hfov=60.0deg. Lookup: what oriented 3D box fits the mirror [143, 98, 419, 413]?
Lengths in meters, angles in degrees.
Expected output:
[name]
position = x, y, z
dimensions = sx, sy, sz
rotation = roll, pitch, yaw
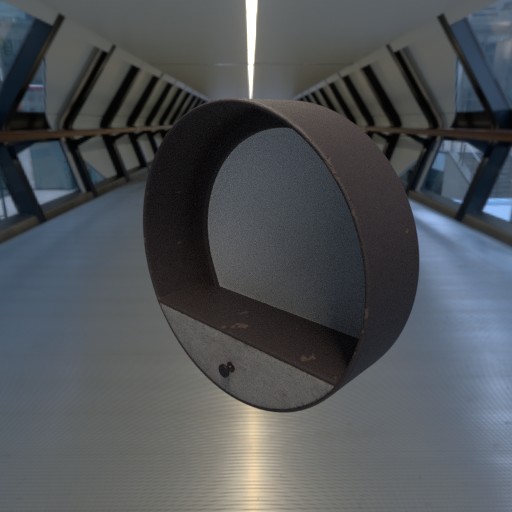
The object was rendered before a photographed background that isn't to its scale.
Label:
[mirror]
position = 0.000, 0.000, 0.578
dimensions = 0.386, 0.386, 0.126
rotation = 16, 24, 41
